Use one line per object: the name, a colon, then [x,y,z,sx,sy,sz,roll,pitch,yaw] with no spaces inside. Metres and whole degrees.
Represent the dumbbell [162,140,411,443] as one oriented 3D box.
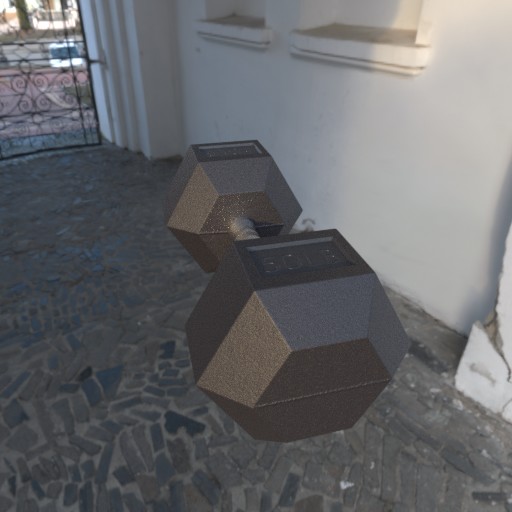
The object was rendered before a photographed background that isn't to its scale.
dumbbell: [0.000,0.000,0.469,0.173,0.150,0.384,-8,32,-12]
